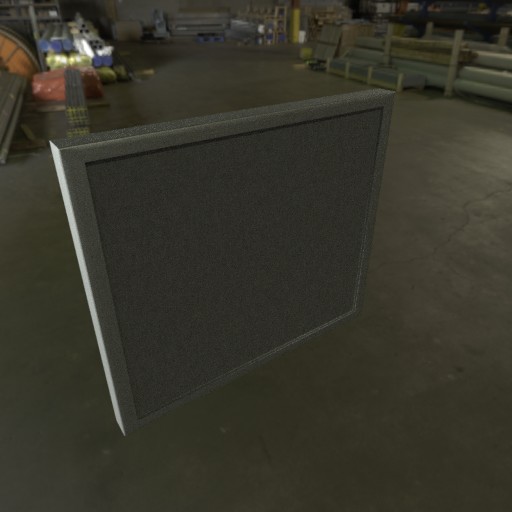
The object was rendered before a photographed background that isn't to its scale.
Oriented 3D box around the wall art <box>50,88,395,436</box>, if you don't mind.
[{"bbox_3d":[0.000,0.000,0.518,0.380,0.330,0.028,-20,36,-30],"label":"wall art"}]
